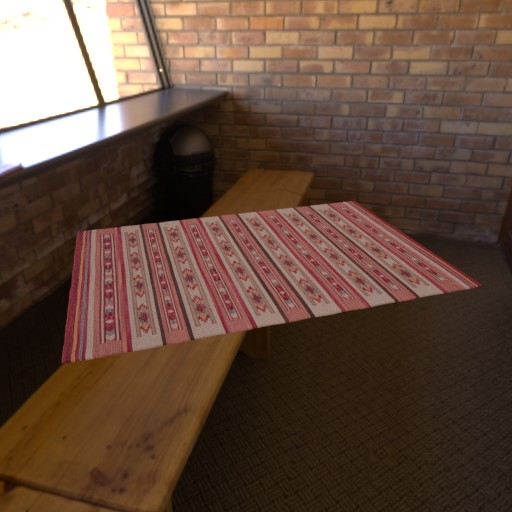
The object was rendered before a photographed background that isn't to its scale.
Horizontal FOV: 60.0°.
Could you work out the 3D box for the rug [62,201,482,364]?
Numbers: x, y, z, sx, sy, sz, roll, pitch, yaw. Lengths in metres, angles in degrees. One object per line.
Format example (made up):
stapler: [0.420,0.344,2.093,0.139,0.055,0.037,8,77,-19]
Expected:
rug: [0.000,0.000,2.326,1.817,0.008,1.223,-8,28,-15]
